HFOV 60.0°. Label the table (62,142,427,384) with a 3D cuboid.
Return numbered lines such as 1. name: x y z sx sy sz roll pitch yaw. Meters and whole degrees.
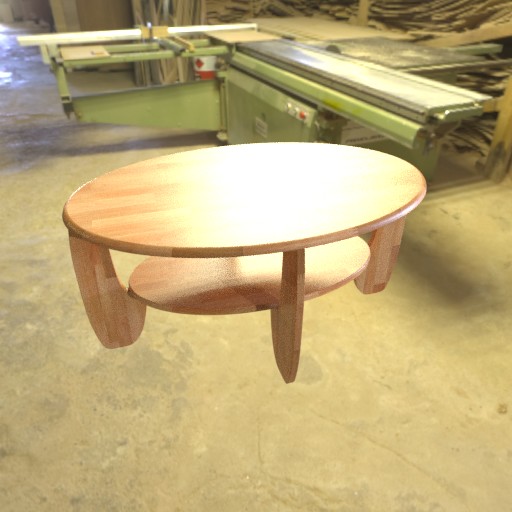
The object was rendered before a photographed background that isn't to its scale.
1. table: 0.000 0.000 1.377 1.040 0.490 0.690 -10 34 -15
